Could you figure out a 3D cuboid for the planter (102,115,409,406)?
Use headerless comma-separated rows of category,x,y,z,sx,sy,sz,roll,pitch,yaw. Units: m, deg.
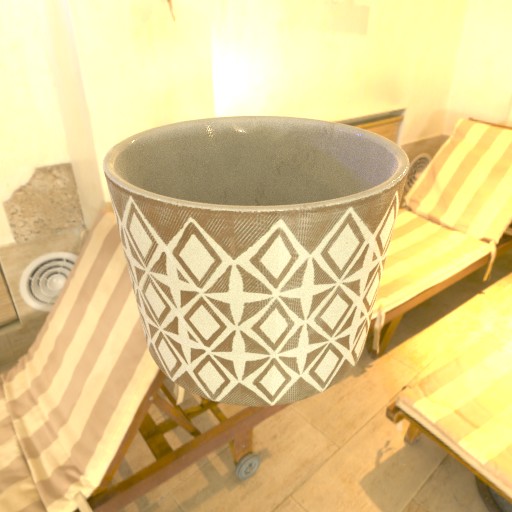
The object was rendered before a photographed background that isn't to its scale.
planter,0.000,0.000,0.447,0.260,0.220,0.260,0,30,0
